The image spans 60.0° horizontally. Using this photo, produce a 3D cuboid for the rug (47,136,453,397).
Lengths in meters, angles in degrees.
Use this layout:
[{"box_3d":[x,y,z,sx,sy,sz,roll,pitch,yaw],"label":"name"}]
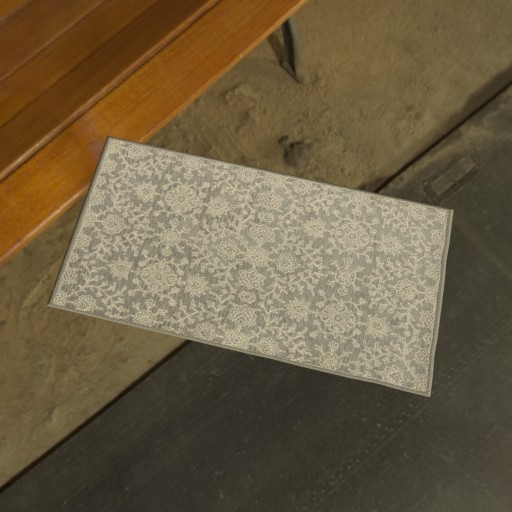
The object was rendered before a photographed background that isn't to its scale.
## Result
[{"box_3d":[0.000,0.000,3.621,3.048,0.011,1.546,13,75,3],"label":"rug"}]
